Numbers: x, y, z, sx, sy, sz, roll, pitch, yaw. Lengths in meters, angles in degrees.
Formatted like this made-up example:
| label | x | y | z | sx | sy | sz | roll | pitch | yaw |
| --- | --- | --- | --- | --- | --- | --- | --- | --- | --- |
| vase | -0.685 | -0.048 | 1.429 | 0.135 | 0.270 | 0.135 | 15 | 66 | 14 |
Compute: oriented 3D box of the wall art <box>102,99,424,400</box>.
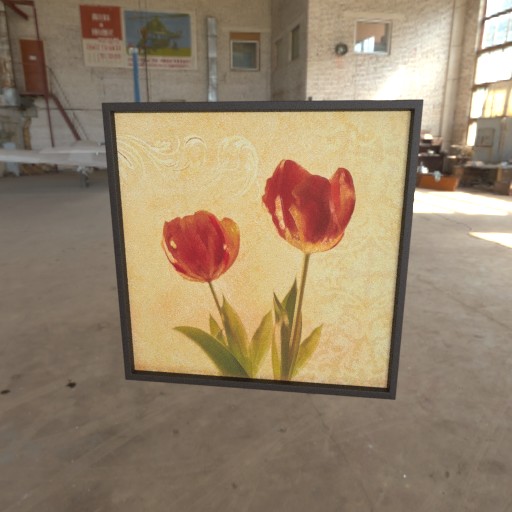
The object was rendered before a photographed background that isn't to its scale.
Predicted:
| label | x | y | z | sx | sy | sz | roll | pitch | yaw |
| --- | --- | --- | --- | --- | --- | --- | --- | --- | --- |
| wall art | 0.000 | 0.000 | 1.224 | 0.805 | 0.807 | 0.043 | 2 | 15 | 7 |
